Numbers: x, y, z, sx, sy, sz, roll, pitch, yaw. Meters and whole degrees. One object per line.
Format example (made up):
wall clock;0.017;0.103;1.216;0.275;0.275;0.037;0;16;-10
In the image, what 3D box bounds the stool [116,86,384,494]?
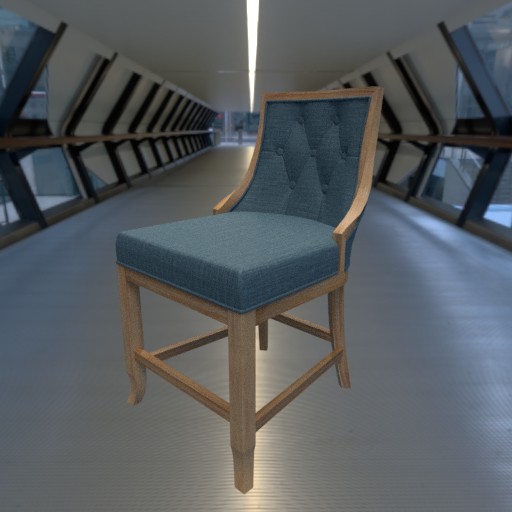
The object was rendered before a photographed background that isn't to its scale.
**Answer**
stool;0.000;0.000;1.300;0.524;0.938;0.626;16;23;42
